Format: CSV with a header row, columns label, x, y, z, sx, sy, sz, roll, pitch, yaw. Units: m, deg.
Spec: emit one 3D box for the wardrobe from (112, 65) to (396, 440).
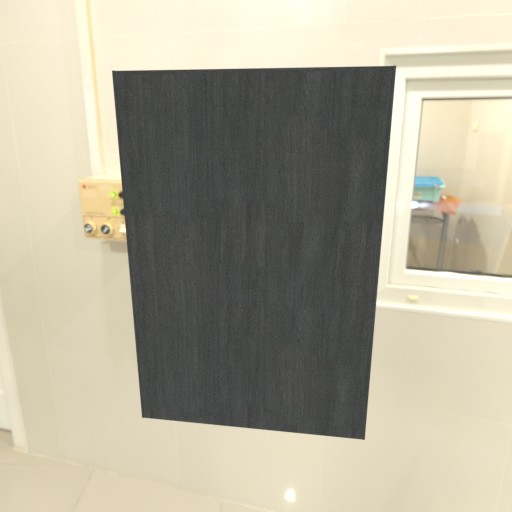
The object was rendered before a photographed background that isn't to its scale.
label,x,y,z,sx,sy,sz,roll,pitch,yaw
wardrobe,0.000,0.000,2.503,1.290,1.910,0.510,2,17,8
